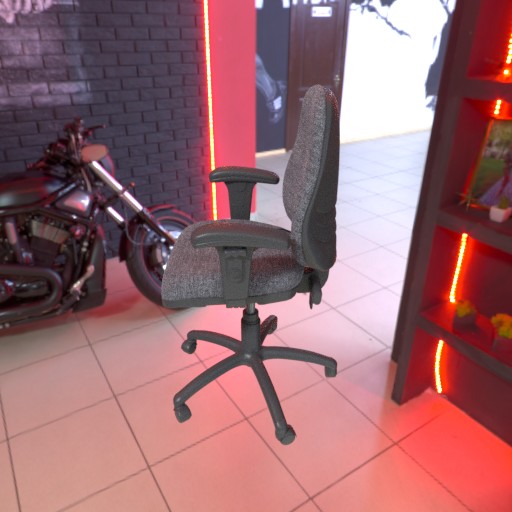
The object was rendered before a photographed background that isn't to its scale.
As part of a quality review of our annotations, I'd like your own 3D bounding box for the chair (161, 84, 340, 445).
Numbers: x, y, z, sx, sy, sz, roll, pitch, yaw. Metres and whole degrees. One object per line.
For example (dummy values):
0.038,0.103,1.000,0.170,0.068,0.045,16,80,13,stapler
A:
0.000,0.000,1.262,0.530,0.910,0.550,0,27,0,chair
